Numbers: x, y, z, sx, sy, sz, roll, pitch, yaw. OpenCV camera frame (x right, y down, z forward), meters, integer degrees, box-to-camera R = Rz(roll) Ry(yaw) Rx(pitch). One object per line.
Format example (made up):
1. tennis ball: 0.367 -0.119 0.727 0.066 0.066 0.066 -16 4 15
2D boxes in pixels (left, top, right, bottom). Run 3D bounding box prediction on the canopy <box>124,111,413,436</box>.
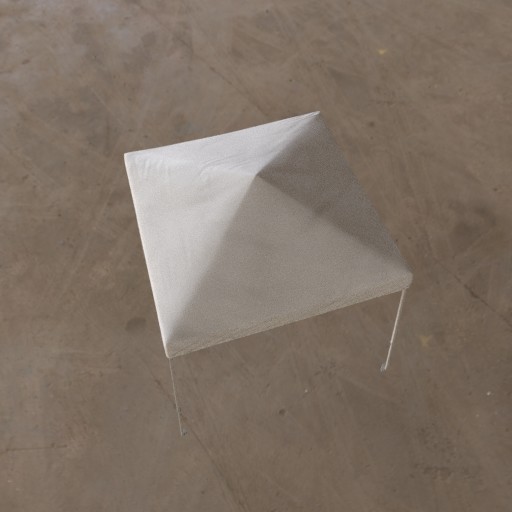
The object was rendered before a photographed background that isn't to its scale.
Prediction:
1. canopy: 0.000 0.000 5.292 2.849 2.849 2.848 -15 60 -9
